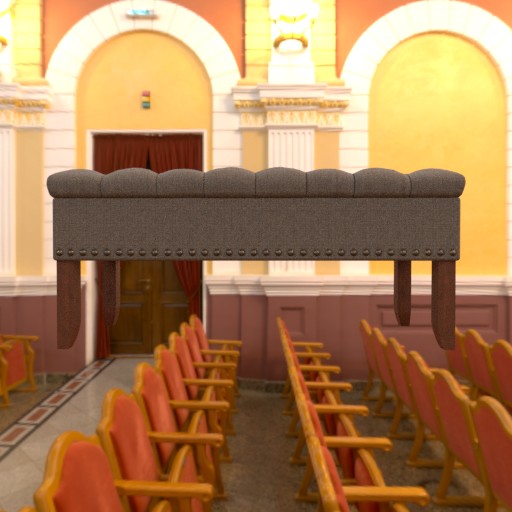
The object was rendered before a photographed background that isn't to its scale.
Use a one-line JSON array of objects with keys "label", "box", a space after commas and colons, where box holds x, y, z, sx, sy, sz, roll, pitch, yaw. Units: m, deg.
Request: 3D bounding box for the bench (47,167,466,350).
[{"label": "bench", "box": [0.000, 0.000, 1.310, 1.052, 0.470, 0.417, 0, 1, 1]}]
